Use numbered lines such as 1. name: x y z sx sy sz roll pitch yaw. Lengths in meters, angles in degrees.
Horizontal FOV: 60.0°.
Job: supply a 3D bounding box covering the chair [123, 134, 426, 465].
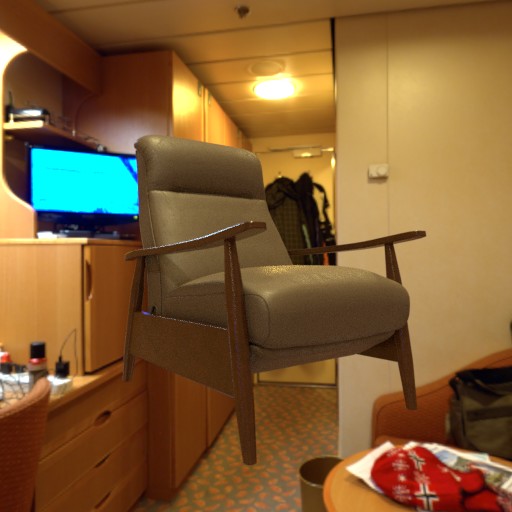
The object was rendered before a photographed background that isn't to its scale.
1. chair: 0.000 0.000 1.745 0.762 1.082 1.014 0 0 -36
